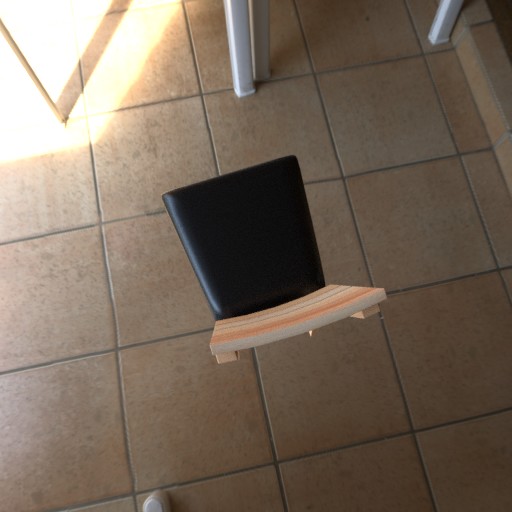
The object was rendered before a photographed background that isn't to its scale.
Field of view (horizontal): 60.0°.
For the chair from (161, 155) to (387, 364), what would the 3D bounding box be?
[{"bbox_3d":[0.000,0.000,1.220,0.410,0.940,0.520,-17,77,-4],"label":"chair"}]
